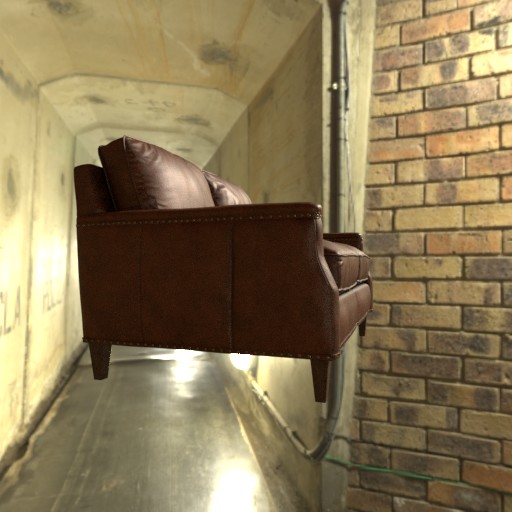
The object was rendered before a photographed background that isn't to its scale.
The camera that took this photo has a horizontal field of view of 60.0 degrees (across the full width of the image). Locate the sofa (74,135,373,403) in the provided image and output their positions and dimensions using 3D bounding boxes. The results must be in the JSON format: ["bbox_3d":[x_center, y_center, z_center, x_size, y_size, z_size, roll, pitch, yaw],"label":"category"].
[{"bbox_3d":[0.000,0.000,2.324,1.083,1.003,1.628,0,-1,19],"label":"sofa"}]
